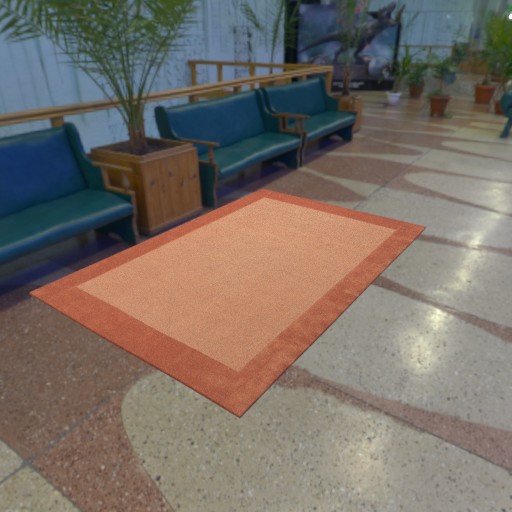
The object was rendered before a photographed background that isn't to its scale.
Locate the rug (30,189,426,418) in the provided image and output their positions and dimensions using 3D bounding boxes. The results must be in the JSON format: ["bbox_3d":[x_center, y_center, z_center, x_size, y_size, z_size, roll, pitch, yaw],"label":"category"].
[{"bbox_3d":[0.000,0.000,2.347,1.219,0.014,1.829,18,32,32],"label":"rug"}]
